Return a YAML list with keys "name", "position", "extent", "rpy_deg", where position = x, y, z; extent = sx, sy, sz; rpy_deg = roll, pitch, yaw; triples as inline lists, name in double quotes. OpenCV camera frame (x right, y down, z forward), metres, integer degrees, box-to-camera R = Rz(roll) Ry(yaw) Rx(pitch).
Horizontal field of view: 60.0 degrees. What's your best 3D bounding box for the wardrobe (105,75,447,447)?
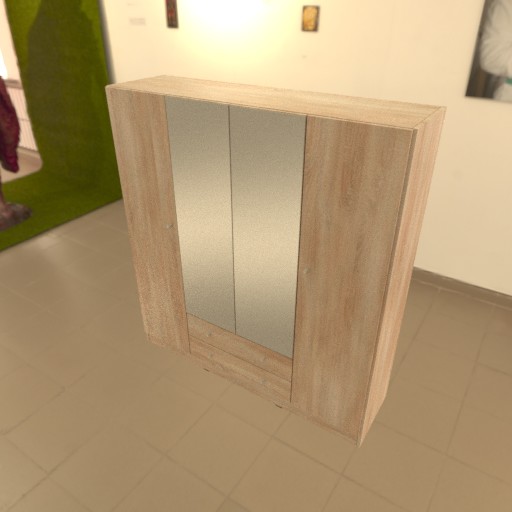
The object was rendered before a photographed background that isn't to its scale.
- name: "wardrobe"
  position: [0.000, 0.000, 3.121]
  extent: [1.998, 2.159, 0.598]
  rpy_deg: [18, 35, 28]
